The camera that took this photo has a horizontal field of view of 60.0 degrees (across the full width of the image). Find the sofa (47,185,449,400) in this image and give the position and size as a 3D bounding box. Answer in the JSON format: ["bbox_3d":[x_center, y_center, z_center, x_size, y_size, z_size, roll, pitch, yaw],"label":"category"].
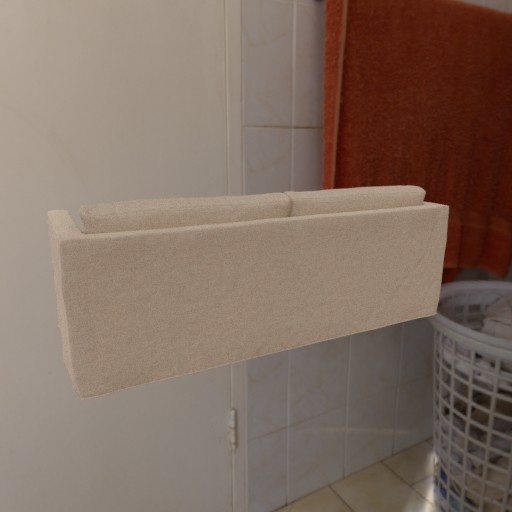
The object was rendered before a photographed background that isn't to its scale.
[{"bbox_3d":[0.000,0.000,2.757,2.312,0.853,0.962,-7,16,-27],"label":"sofa"}]
